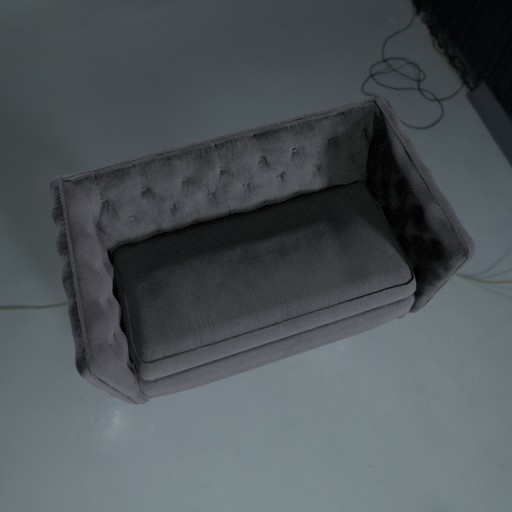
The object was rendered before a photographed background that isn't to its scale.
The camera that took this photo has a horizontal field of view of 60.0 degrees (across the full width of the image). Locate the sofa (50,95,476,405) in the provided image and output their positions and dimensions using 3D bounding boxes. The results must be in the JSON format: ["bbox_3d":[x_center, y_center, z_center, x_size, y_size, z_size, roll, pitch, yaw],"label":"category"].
[{"bbox_3d":[0.000,0.000,2.114,1.583,0.810,0.909,-16,65,-8],"label":"sofa"}]
